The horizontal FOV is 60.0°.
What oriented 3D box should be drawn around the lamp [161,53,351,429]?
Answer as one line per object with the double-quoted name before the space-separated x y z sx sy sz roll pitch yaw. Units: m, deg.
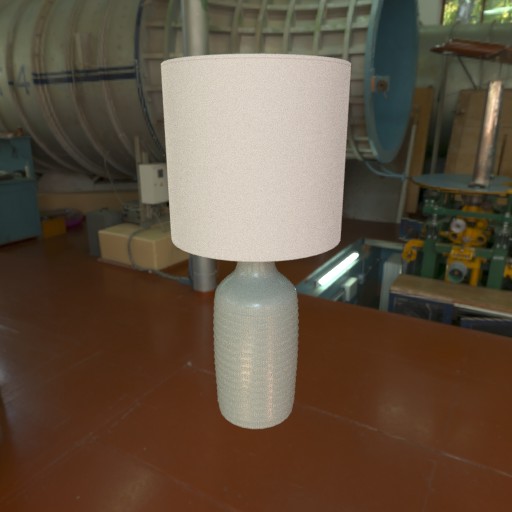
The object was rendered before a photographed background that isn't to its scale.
"lamp" 0.000 0.000 0.598 0.220 0.475 0.220 -8 20 -24
